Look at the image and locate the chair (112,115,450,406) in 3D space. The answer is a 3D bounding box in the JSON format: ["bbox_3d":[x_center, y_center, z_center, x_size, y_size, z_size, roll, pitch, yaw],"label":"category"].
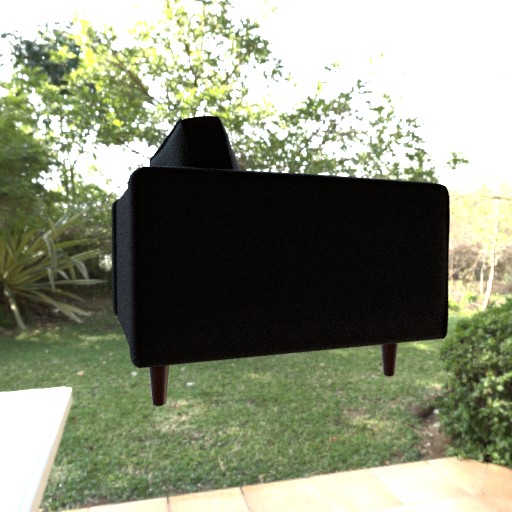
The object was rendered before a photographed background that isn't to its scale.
[{"bbox_3d":[0.000,0.000,1.544,0.919,0.770,0.899,-1,2,-21],"label":"chair"}]
